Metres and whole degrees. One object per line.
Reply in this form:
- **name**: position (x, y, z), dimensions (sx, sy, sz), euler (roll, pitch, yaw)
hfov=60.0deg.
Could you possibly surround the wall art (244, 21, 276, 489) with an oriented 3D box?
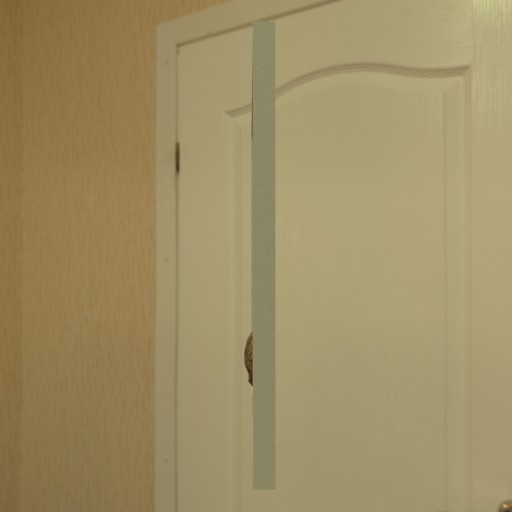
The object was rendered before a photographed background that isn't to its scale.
- **wall art**: position (0.000, 0.000, 1.028), dimensions (0.055, 0.763, 0.611), euler (0, 0, -1)
